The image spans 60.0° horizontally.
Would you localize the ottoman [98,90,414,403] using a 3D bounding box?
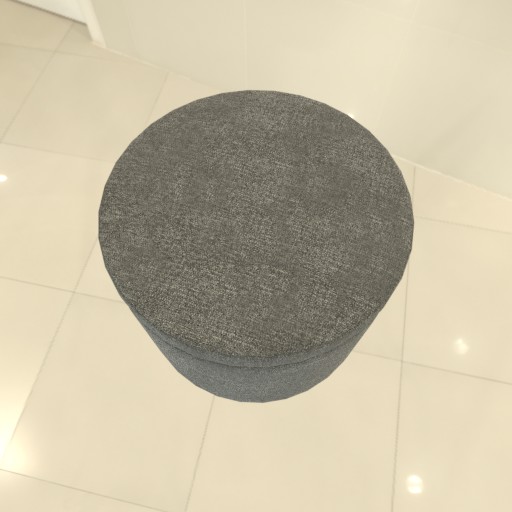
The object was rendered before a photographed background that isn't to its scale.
[{"bbox_3d":[0.000,0.000,0.868,0.500,0.419,0.500,0,63,0],"label":"ottoman"}]
